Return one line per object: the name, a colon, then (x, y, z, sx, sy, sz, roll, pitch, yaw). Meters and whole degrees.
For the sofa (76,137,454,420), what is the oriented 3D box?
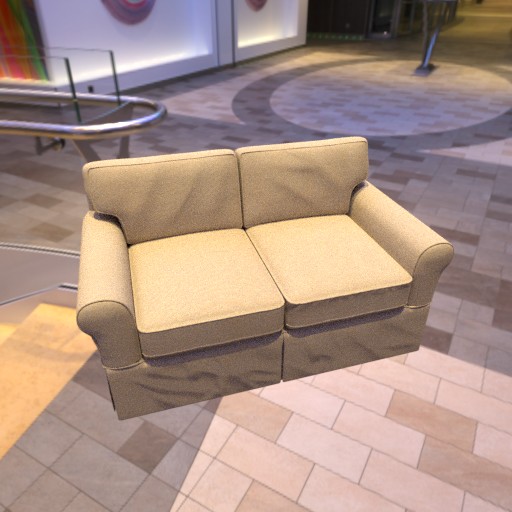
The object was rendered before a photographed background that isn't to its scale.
sofa: (0.000, 0.000, 2.356, 1.727, 0.940, 0.991, -9, 33, -14)
